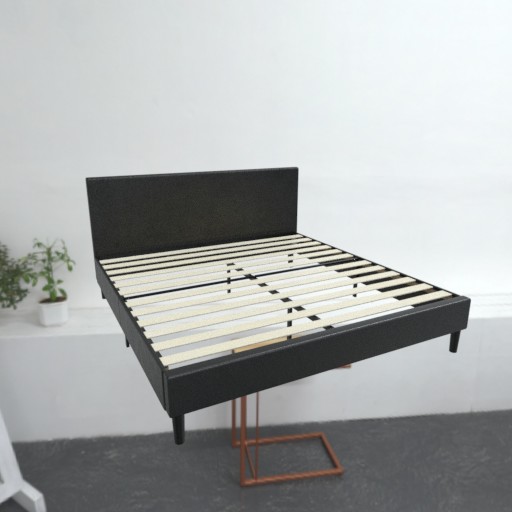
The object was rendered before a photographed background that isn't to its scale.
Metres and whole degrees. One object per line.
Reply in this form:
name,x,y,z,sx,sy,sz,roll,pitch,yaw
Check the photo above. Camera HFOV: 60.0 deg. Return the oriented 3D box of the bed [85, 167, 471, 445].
bed,0.000,0.000,3.284,2.018,1.046,2.152,-8,19,-26
